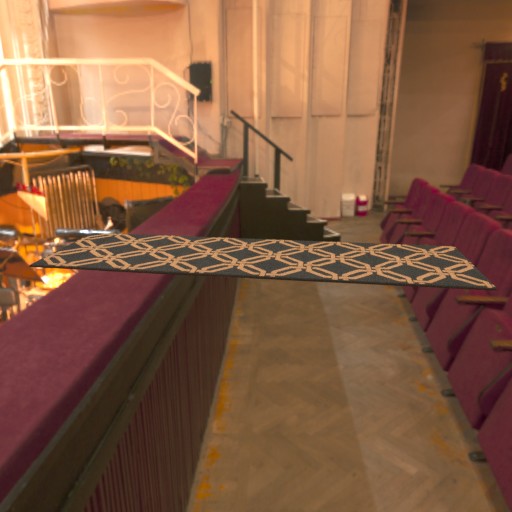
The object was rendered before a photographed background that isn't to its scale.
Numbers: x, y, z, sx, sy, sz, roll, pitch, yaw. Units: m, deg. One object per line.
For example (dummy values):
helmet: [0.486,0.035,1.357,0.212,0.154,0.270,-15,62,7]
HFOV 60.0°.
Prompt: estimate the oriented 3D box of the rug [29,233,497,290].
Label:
rug: [0.000,0.000,2.452,2.276,0.014,0.678,2,18,8]
